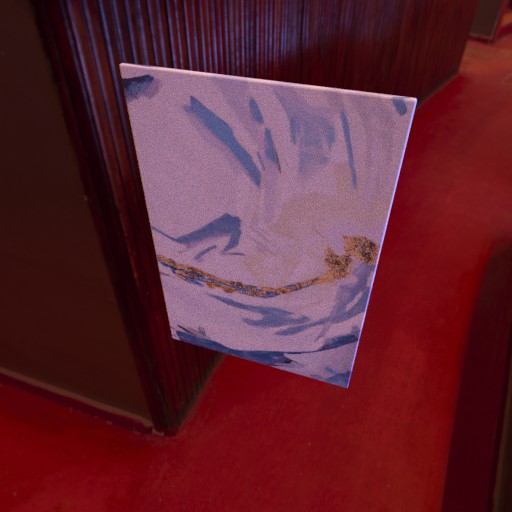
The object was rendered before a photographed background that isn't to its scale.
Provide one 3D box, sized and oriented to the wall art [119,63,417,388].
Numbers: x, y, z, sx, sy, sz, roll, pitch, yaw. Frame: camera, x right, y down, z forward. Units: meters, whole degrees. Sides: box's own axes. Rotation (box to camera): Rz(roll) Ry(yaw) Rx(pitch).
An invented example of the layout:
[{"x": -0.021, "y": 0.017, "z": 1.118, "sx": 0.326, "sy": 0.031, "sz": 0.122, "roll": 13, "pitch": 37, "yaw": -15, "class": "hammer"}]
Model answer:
[{"x": 0.000, "y": 0.000, "z": 1.167, "sx": 0.610, "sy": 0.914, "sz": 0.016, "roll": 13, "pitch": 42, "yaw": 14, "class": "wall art"}]
